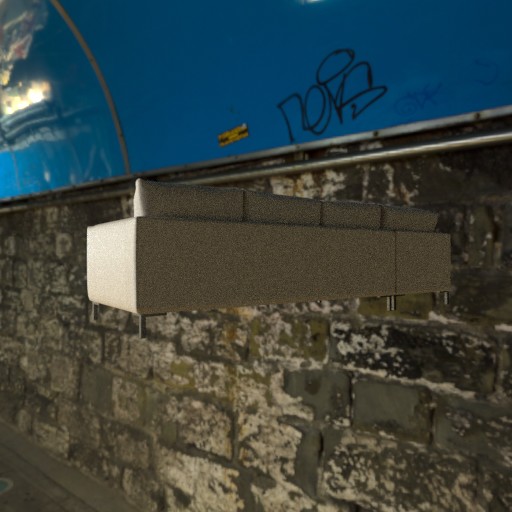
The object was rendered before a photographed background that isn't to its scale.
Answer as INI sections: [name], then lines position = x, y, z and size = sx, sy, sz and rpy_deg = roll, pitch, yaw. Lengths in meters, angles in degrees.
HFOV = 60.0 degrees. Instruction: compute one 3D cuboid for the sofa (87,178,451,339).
[sofa]
position = 0.000, 0.000, 3.181
size = 2.423, 0.703, 1.617
rpy_deg = 0, 0, -36
